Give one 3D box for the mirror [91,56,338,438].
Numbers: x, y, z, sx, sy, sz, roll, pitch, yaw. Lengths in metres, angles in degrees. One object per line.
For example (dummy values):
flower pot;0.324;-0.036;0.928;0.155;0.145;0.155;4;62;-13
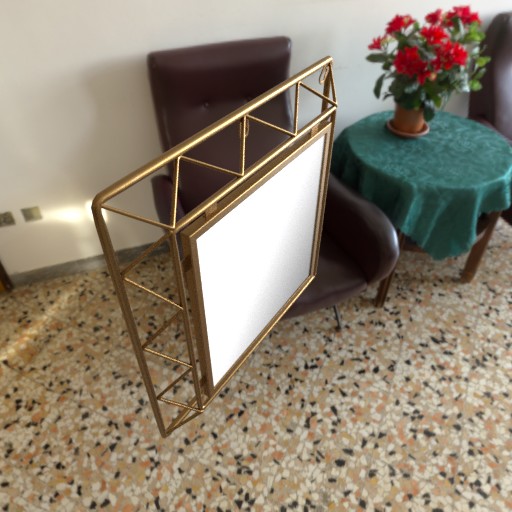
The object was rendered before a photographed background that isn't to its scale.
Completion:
mirror;0.000;0.000;0.608;0.046;0.414;0.416;25;48;25
